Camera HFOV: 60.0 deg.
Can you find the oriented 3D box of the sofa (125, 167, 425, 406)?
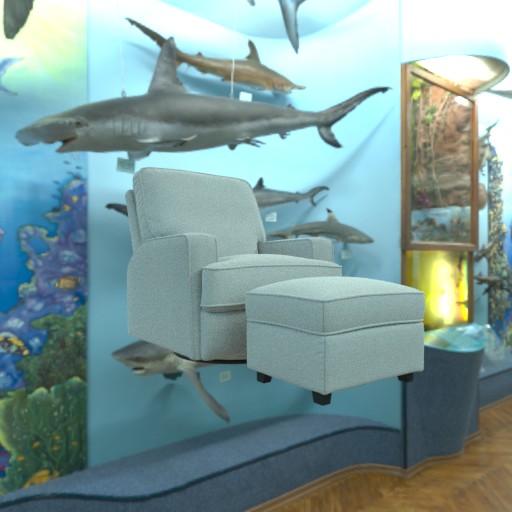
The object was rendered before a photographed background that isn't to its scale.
[{"bbox_3d":[0.000,0.000,2.106,0.861,0.959,1.472,0,0,-36],"label":"sofa"}]
